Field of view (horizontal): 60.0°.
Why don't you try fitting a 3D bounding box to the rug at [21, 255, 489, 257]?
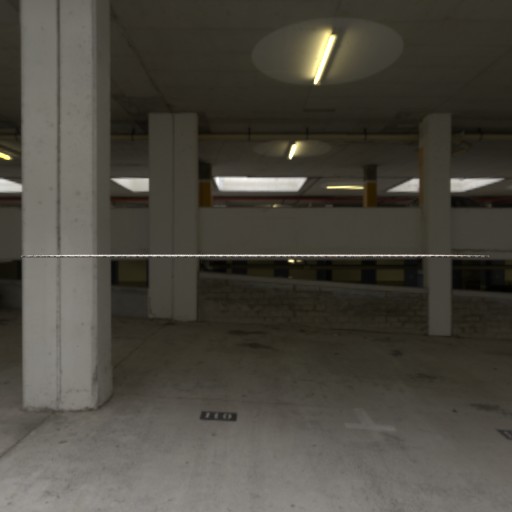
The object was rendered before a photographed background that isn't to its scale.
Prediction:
[{"bbox_3d":[0.000,0.000,2.479,2.277,0.008,0.676,0,1,-1],"label":"rug"}]
